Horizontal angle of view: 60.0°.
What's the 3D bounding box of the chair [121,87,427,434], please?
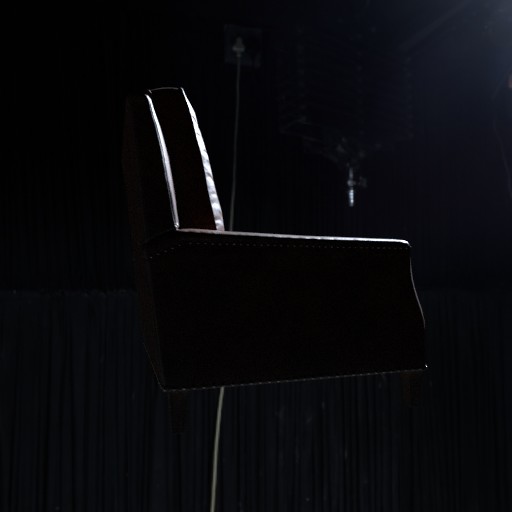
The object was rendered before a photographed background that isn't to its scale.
[{"bbox_3d":[0.000,0.000,1.789,1.035,1.054,0.854,0,-1,-18],"label":"chair"}]
